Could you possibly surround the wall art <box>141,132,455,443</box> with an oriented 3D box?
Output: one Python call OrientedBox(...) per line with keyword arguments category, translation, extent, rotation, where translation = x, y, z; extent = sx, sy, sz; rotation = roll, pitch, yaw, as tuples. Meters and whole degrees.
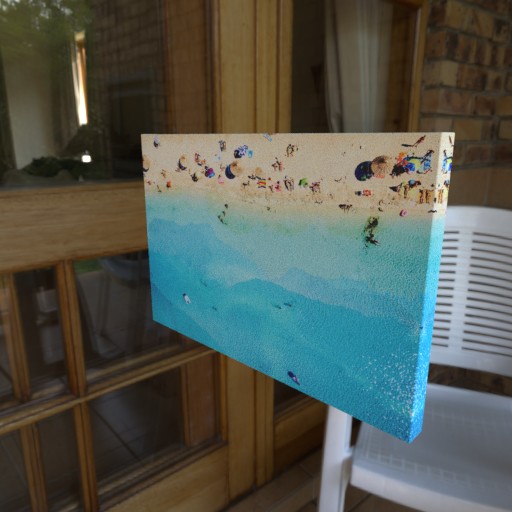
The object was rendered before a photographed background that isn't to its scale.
OrientedBox(category="wall art", translation=(0.000, 0.000, 1.118), extent=(0.894, 0.595, 0.057), rotation=(14, 20, 42))
